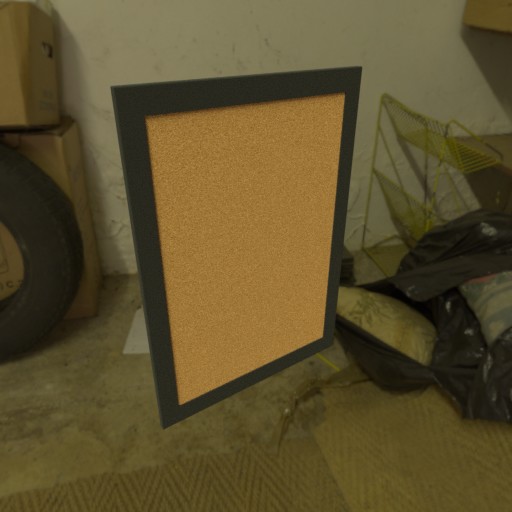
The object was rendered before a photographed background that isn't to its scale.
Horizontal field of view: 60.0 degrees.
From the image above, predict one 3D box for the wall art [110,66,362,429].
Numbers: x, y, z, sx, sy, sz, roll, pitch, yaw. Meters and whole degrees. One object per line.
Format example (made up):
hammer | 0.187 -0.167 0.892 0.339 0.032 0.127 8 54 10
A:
wall art | 0.000 0.000 0.694 0.374 0.529 0.012 -18 34 -30
